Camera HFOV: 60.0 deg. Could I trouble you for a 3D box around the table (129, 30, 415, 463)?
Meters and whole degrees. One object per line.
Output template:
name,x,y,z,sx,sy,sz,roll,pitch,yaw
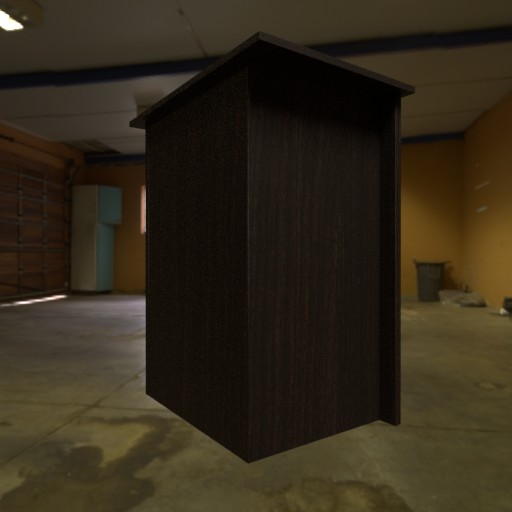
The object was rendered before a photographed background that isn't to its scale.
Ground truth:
table,0.000,0.000,1.056,0.406,0.711,0.591,0,0,-35
